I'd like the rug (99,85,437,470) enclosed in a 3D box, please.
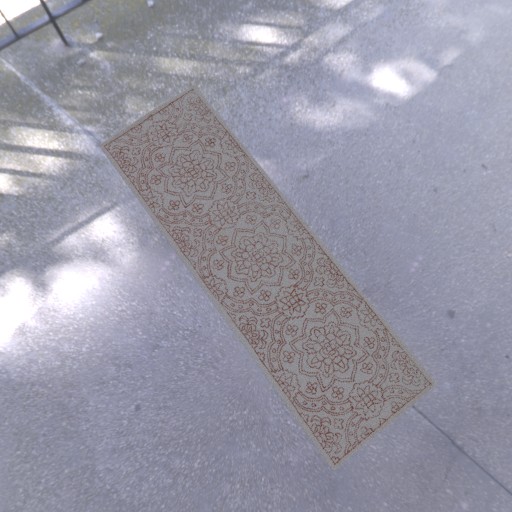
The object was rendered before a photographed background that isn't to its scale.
[{"bbox_3d":[0.000,0.000,2.717,0.769,0.012,2.448,-36,78,-9],"label":"rug"}]
